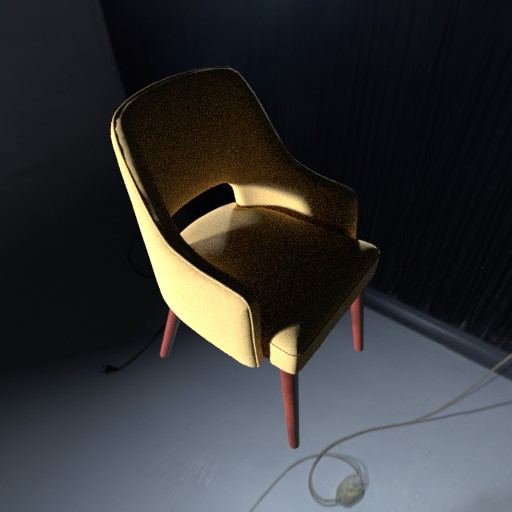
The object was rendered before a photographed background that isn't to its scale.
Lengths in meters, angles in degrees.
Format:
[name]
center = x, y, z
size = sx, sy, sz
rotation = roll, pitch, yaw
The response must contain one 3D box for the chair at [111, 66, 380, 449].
[chair]
center = 0.000, 0.000, 1.243
size = 0.605, 0.849, 0.548
rotation = 26, 48, 26
